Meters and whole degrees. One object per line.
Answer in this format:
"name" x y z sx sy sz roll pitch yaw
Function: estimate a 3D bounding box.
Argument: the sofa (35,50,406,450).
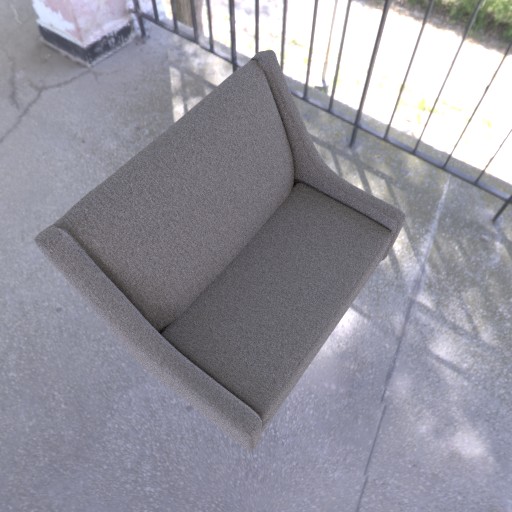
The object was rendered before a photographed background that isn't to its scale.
"sofa" 0.000 0.000 1.919 0.862 1.026 1.242 32 64 18
